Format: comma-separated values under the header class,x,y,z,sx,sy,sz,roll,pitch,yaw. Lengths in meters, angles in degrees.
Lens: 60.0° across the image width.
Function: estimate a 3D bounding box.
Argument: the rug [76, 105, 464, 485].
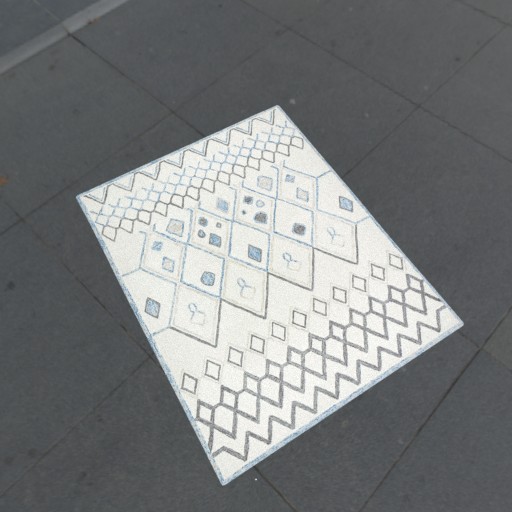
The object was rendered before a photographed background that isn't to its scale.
class,x,y,z,sx,sy,sz,roll,pitch,yaw
rug,0.000,0.000,4.203,2.441,0.013,3.056,-28,67,-13
